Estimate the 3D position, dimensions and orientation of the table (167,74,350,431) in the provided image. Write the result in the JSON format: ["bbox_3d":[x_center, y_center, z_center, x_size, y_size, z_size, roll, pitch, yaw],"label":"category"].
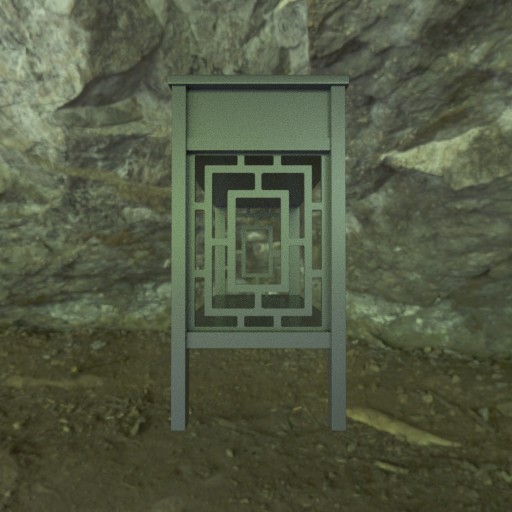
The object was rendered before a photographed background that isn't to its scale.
[{"bbox_3d":[0.000,0.000,1.466,0.397,0.753,1.068,0,-1,0],"label":"table"}]
